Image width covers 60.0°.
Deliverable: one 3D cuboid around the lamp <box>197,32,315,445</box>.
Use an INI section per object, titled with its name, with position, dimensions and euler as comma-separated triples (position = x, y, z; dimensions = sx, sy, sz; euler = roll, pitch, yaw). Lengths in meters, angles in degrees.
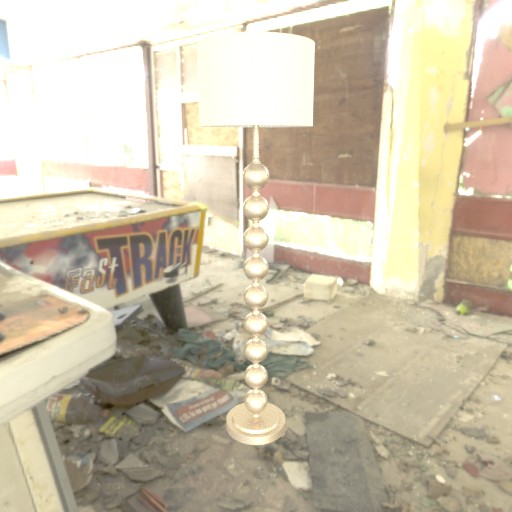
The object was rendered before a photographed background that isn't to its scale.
[lamp]
position = 0.000, 0.000, 1.672
dimensions = 0.394, 1.474, 0.394
euler = -8, 17, -29
